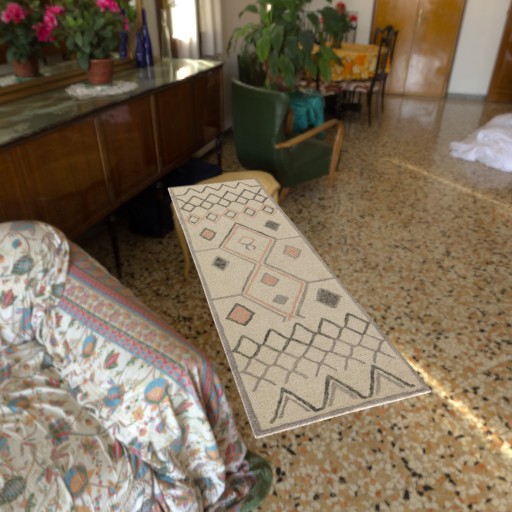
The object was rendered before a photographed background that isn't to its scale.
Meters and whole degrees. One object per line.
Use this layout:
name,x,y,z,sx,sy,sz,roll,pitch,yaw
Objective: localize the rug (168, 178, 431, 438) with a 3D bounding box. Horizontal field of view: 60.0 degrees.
rug,0.000,0.000,2.699,0.750,0.011,2.435,-9,33,-14
